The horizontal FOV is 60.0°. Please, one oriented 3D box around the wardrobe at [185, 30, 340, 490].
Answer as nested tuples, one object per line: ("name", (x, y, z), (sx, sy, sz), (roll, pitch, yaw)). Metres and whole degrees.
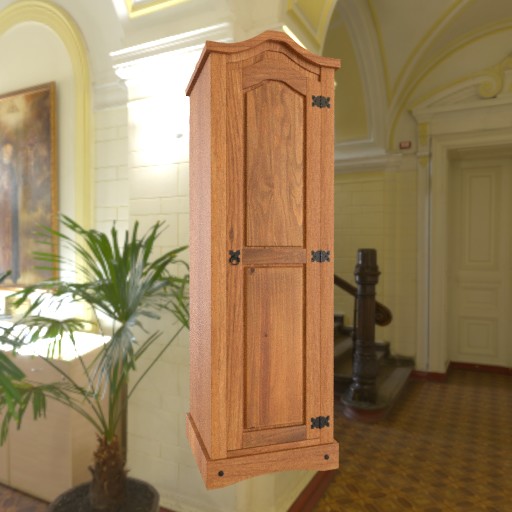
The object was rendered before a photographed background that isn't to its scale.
("wardrobe", (0.000, 0.000, 2.119), (0.590, 1.870, 0.570), (0, 1, -17))
